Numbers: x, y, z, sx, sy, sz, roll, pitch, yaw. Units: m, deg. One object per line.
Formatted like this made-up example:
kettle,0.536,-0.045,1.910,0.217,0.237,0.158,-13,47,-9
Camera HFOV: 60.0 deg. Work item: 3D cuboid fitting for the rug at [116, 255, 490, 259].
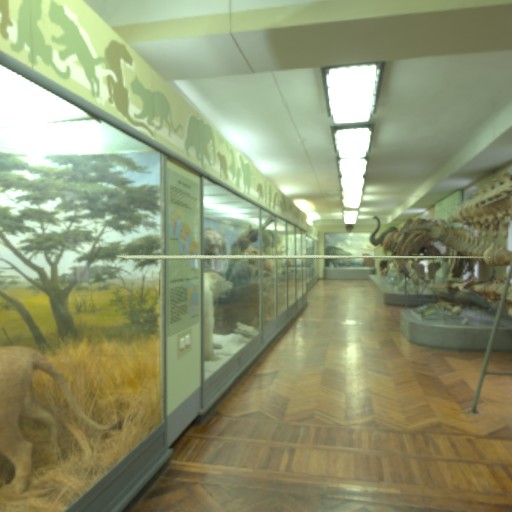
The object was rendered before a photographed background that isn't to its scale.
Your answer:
rug,0.000,0.000,4.156,2.448,0.021,3.051,0,0,-19
